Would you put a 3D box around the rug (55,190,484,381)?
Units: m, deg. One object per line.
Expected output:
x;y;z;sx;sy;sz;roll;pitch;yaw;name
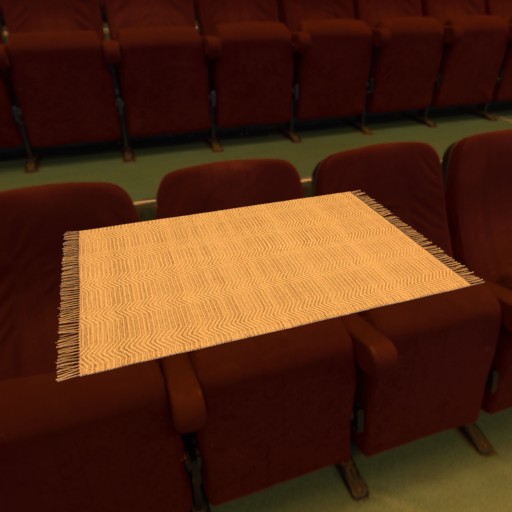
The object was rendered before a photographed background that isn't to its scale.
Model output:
0.000;0.000;2.425;2.021;0.027;1.224;-10;33;-16;rug
